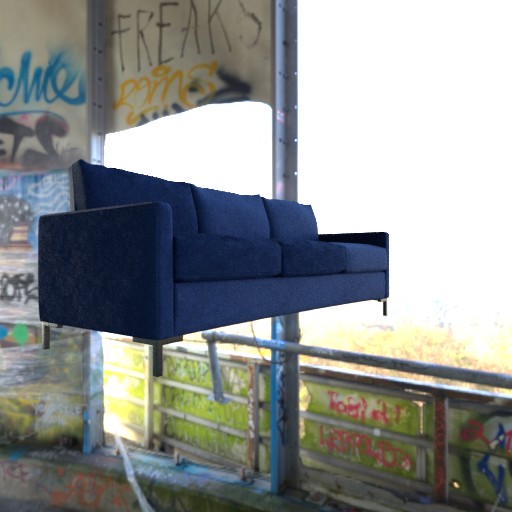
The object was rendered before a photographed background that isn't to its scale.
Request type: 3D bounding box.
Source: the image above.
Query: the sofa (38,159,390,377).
[{"bbox_3d":[0.000,0.000,2.680,0.875,0.879,2.252,0,-1,38],"label":"sofa"}]
